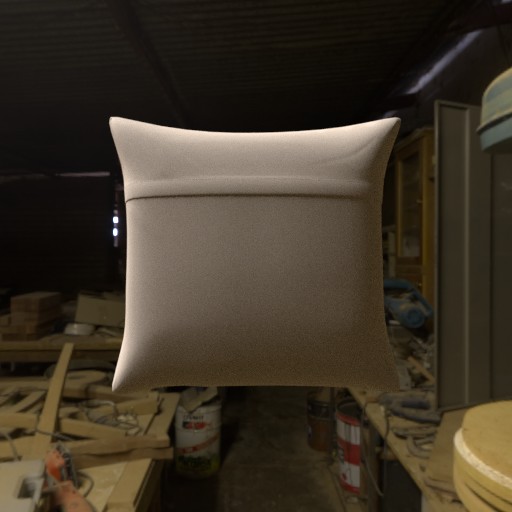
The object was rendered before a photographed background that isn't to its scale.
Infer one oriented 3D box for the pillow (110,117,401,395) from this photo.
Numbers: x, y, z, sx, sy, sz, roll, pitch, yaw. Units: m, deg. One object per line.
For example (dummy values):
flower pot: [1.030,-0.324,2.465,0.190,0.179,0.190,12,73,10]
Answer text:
pillow: [0.000,0.000,0.771,0.501,0.477,0.192,0,1,-1]
